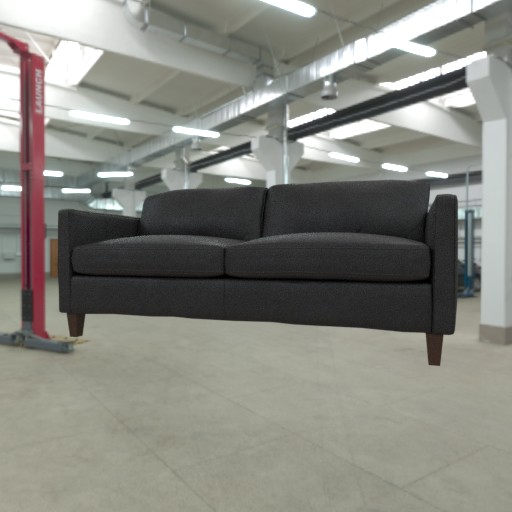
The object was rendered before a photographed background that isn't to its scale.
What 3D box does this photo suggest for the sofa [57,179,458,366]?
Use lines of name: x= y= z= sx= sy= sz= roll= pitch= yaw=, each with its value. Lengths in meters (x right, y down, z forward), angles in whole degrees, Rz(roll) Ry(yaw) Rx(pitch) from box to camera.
sofa: x=0.000 y=0.000 z=2.432 sx=1.971 sy=0.863 sz=0.933 roll=0 pitch=1 yaw=19
